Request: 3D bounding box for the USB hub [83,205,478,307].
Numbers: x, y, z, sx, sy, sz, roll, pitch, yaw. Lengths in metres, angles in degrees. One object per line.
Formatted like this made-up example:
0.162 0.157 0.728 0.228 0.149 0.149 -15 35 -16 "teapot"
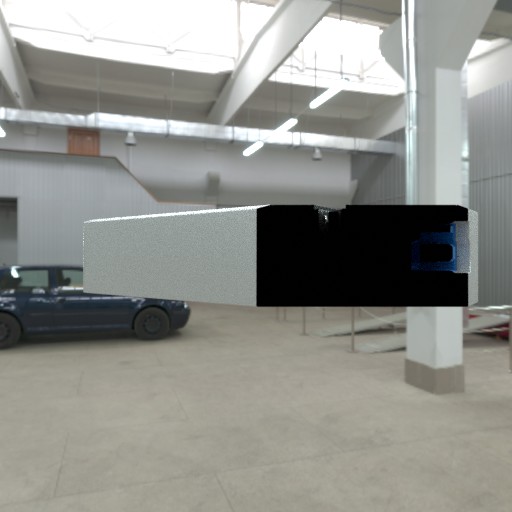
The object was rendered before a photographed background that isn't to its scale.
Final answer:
0.000 0.000 0.127 0.110 0.023 0.044 0 0 36 "USB hub"
